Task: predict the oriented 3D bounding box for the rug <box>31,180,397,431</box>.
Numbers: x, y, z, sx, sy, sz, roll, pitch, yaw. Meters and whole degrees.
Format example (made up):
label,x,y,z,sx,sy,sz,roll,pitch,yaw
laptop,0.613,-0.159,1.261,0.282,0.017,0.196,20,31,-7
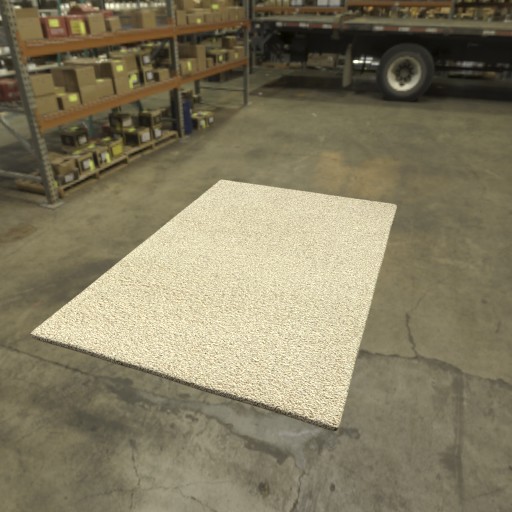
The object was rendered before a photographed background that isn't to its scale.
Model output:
label,x,y,z,sx,sy,sz,roll,pitch,yaw
rug,0.000,0.000,2.258,1.219,0.030,1.778,11,33,18
